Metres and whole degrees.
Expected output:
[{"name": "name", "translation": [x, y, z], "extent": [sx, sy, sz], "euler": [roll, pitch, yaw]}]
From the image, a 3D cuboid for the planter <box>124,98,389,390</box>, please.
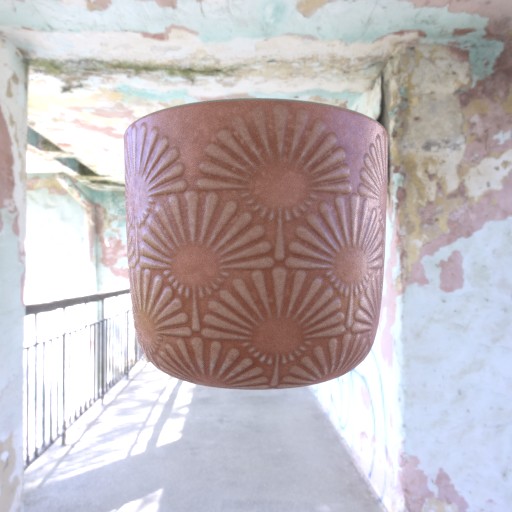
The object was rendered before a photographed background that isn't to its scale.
[{"name": "planter", "translation": [0.000, 0.000, 0.215], "extent": [0.124, 0.109, 0.124], "euler": [0, -1, 0]}]
